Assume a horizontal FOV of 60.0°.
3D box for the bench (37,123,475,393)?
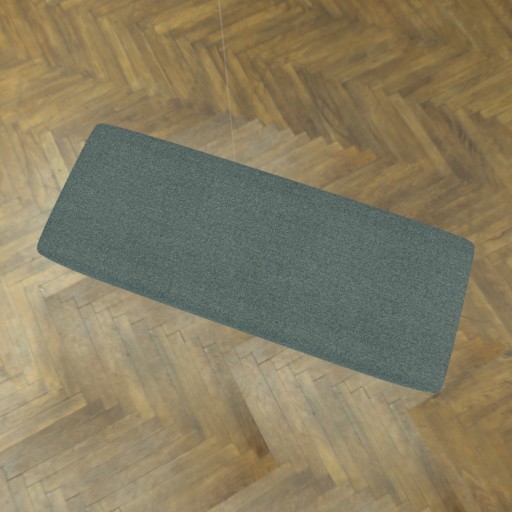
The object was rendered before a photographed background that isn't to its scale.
[{"bbox_3d":[0.000,0.000,1.849,1.598,0.384,0.631,19,76,5],"label":"bench"}]
